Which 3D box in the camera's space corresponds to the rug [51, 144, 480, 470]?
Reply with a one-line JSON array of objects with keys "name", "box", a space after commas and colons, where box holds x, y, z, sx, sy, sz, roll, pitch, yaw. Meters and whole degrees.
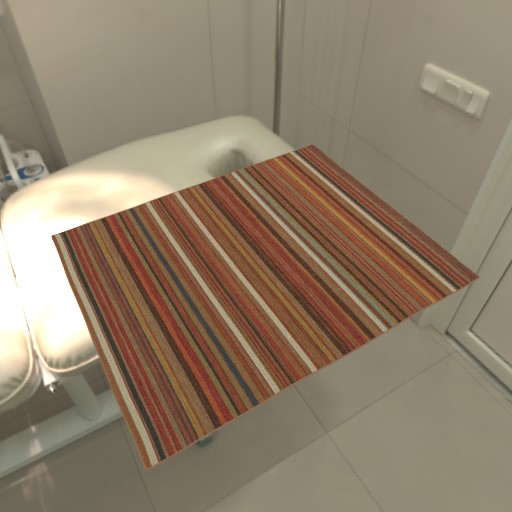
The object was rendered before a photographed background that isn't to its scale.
[{"name": "rug", "box": [0.000, 0.000, 4.031, 3.092, 0.023, 2.479, -23, 51, -21]}]
